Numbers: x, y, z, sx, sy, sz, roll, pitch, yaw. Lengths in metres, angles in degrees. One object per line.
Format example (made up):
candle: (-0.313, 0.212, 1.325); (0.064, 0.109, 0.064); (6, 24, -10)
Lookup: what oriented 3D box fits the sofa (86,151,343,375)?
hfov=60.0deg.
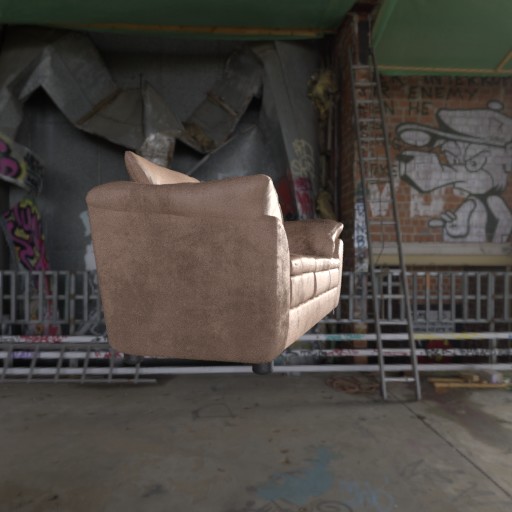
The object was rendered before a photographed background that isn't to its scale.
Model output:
sofa: (0.000, 0.000, 2.867); (0.893, 0.981, 2.377); (0, 0, 17)
